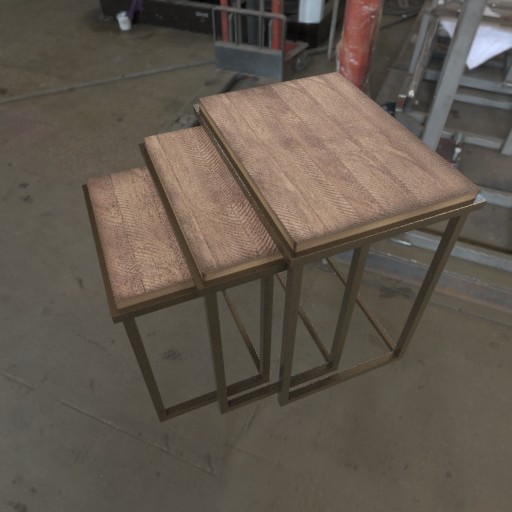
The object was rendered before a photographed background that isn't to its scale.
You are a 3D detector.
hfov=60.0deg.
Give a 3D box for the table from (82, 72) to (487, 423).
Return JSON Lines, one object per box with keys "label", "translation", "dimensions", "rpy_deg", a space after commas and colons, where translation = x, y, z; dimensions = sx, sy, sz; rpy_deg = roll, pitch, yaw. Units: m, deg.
{"label": "table", "translation": [0.000, 0.000, 1.121], "dimensions": [0.706, 0.610, 0.559], "rpy_deg": [-17, 49, -15]}
